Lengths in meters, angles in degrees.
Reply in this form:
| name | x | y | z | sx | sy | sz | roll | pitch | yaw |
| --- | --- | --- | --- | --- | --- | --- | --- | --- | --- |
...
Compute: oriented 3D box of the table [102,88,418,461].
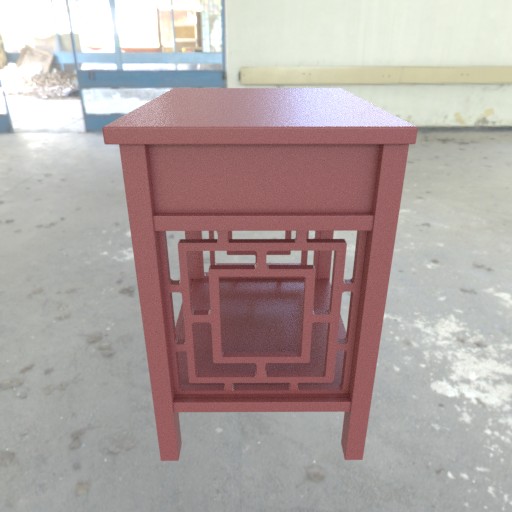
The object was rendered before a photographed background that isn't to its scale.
| name | x | y | z | sx | sy | sz | roll | pitch | yaw |
| --- | --- | --- | --- | --- | --- | --- | --- | --- | --- |
| table | 0.000 | 0.000 | 1.036 | 0.451 | 0.686 | 0.599 | 0 | 26 | 0 |
